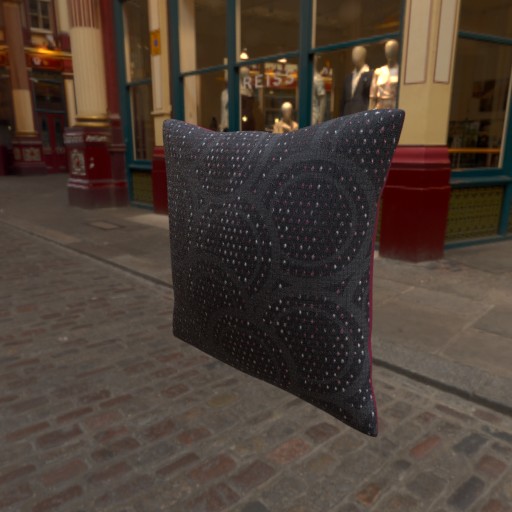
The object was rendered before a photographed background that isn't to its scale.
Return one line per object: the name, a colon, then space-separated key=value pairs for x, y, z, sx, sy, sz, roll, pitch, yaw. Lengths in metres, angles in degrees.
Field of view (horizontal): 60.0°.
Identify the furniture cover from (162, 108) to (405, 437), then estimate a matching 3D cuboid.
furniture cover: x=0.000 y=0.000 z=0.838 sx=0.552 sy=0.509 sz=0.193 roll=14 pitch=20 yaw=42
